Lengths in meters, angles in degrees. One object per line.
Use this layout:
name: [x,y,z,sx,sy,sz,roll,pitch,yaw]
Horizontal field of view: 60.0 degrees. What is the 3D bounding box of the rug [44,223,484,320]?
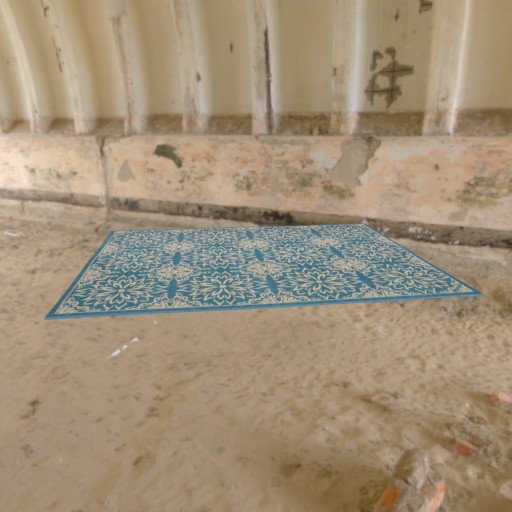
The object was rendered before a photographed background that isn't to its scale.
rug: [0.000,0.000,4.045,2.964,0.018,2.350,-2,17,-7]
